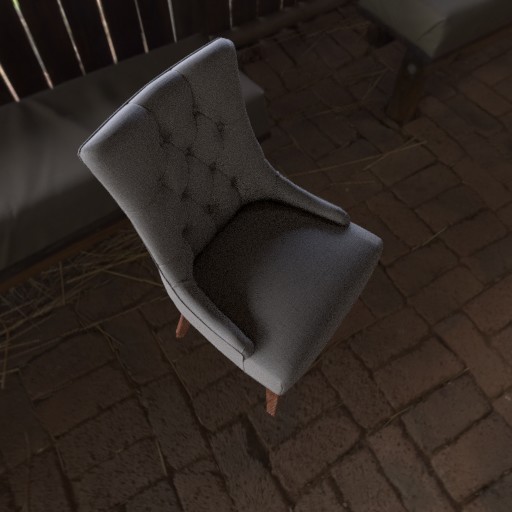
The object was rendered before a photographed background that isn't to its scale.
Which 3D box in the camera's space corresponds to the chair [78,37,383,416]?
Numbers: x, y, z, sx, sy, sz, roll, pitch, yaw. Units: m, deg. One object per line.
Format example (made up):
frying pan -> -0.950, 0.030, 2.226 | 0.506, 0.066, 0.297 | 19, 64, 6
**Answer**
chair -> 0.000, 0.000, 1.201 | 0.565, 0.874, 0.509 | 32, 64, 17
